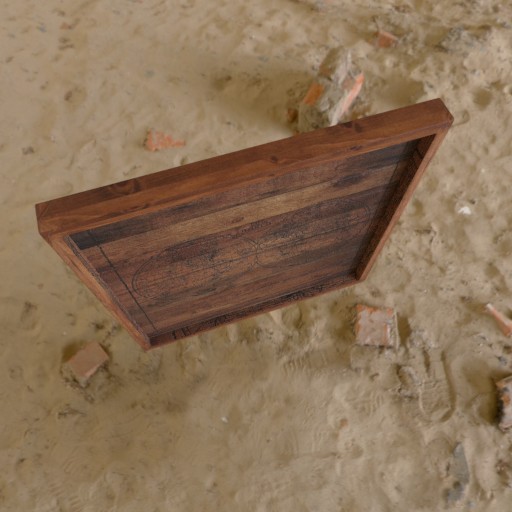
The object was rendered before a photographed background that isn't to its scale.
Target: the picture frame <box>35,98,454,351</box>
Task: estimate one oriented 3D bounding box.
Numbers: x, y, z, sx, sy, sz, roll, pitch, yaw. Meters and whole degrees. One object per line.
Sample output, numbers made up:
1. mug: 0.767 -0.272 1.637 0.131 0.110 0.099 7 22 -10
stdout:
1. picture frame: 0.000 0.000 0.521 0.352 0.356 0.028 -17 65 -8
